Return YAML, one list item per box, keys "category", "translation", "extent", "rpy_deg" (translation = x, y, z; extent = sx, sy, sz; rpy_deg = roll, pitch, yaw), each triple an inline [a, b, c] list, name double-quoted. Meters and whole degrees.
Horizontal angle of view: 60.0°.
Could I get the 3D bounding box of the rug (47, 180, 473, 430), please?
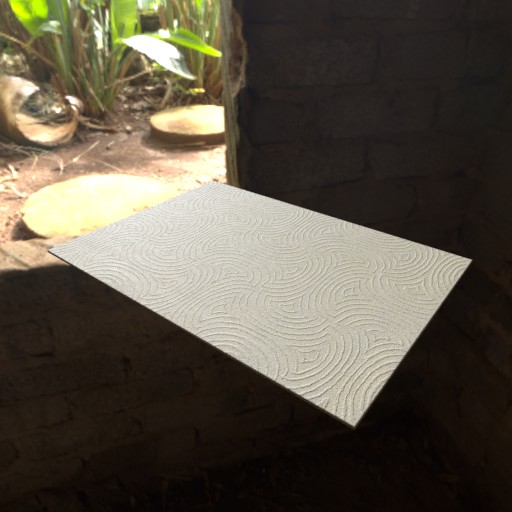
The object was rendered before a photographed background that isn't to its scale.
- category: "rug"
  translation: [0.000, 0.000, 2.727]
  extent: [2.132, 0.015, 1.526]
  rpy_deg: [22, 37, 32]
